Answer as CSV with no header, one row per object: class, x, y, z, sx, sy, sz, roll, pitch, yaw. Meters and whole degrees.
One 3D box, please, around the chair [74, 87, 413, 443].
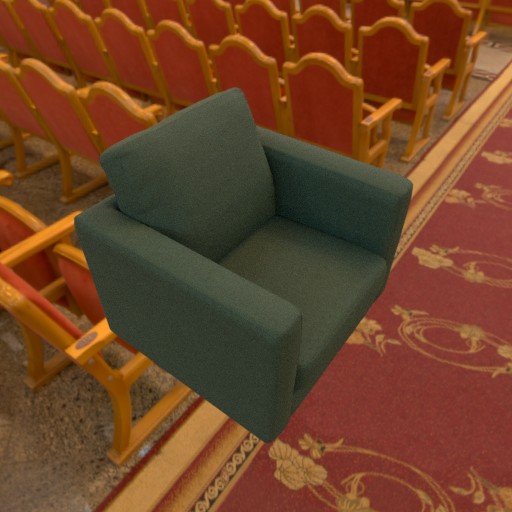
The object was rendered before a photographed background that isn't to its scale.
chair,0.000,0.000,1.584,0.800,0.927,0.855,26,49,26
